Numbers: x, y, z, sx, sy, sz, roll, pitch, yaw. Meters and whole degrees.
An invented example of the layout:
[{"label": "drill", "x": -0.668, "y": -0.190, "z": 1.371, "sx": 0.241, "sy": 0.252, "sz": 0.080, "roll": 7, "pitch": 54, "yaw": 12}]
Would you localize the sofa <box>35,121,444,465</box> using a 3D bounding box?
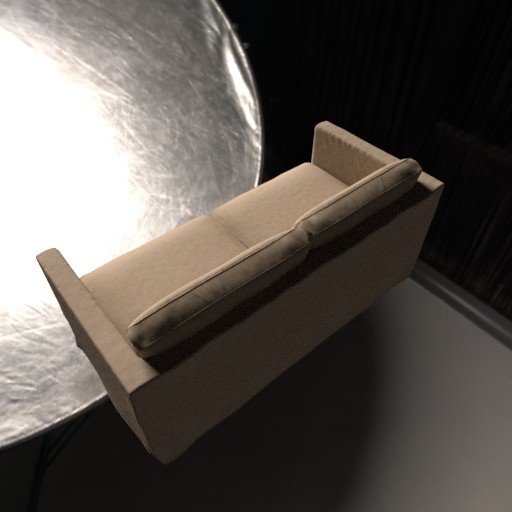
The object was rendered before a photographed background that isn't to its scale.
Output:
[{"label": "sofa", "x": 0.000, "y": 0.000, "z": 2.462, "sx": 1.987, "sy": 0.847, "sz": 0.956, "roll": -31, "pitch": 53, "yaw": -27}]
